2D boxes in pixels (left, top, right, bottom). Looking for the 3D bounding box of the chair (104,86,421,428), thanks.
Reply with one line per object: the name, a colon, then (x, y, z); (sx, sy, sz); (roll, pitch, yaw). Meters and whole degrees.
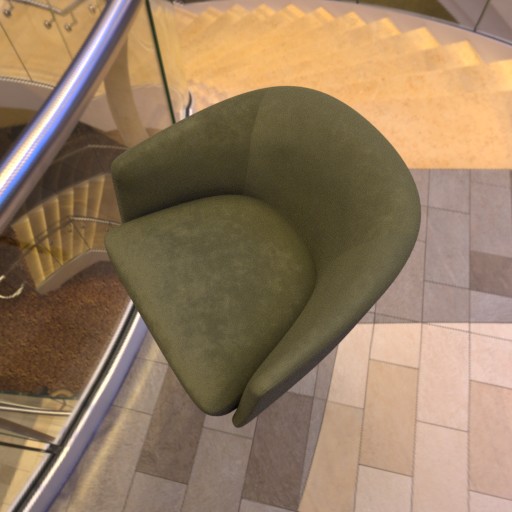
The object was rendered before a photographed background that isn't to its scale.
chair: (0.000, 0.000, 1.360); (0.767, 0.698, 0.773); (-31, 67, -15)
